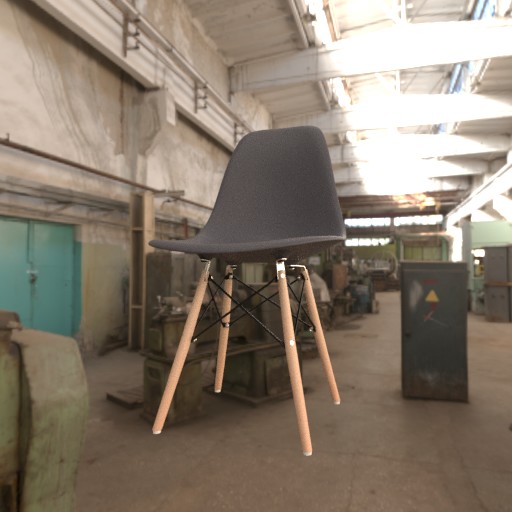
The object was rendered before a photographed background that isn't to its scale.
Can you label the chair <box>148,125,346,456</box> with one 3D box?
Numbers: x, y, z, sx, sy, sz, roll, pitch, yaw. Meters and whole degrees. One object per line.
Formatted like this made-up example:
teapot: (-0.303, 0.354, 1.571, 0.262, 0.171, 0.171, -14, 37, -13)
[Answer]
chair: (0.000, 0.000, 1.158, 0.470, 0.826, 0.533, 0, -1, 19)
